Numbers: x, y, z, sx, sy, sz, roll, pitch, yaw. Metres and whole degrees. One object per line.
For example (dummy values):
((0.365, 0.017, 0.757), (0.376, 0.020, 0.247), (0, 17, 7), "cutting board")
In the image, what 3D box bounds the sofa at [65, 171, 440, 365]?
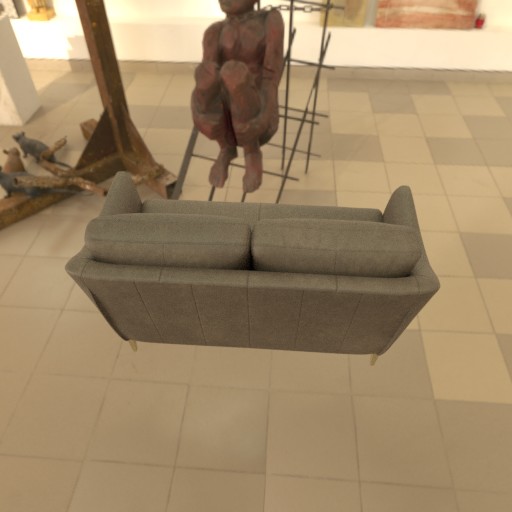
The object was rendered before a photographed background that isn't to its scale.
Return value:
((0.000, 0.000, 2.225), (1.619, 0.902, 0.960), (3, 46, 3), "sofa")
